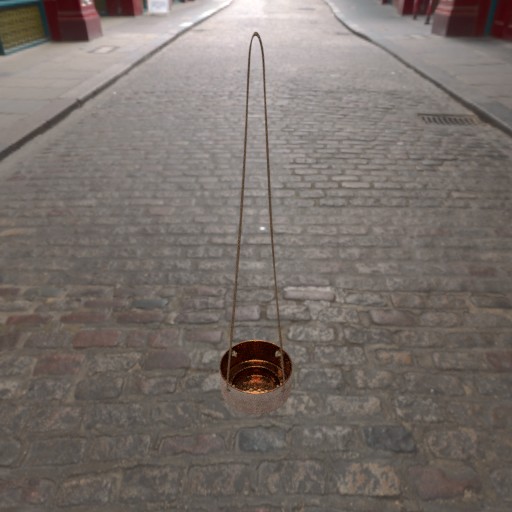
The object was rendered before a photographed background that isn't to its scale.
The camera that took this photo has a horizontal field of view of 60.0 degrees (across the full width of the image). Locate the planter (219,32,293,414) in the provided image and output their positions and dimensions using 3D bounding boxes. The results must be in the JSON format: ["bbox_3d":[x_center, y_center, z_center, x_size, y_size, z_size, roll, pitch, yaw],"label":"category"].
[{"bbox_3d":[0.000,0.000,1.137,0.223,1.030,0.223,0,32,0],"label":"planter"}]
